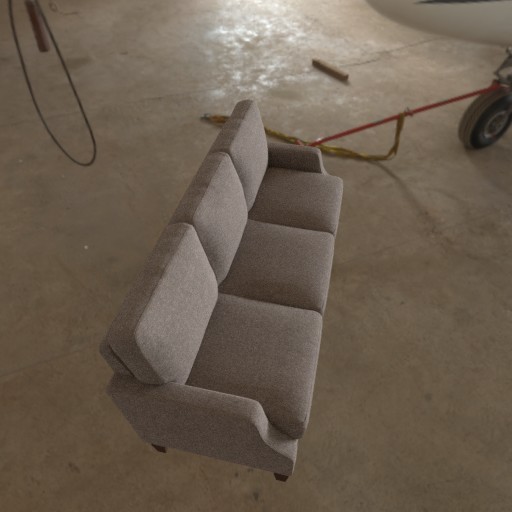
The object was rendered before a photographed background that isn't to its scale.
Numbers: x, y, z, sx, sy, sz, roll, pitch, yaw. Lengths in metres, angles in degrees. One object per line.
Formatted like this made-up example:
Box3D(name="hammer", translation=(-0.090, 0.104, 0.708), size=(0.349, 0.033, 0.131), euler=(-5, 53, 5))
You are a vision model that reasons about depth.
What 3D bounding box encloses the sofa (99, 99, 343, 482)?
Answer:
Box3D(name="sofa", translation=(0.000, 0.000, 2.603), size=(0.888, 0.984, 2.115), euler=(9, 45, 9))
